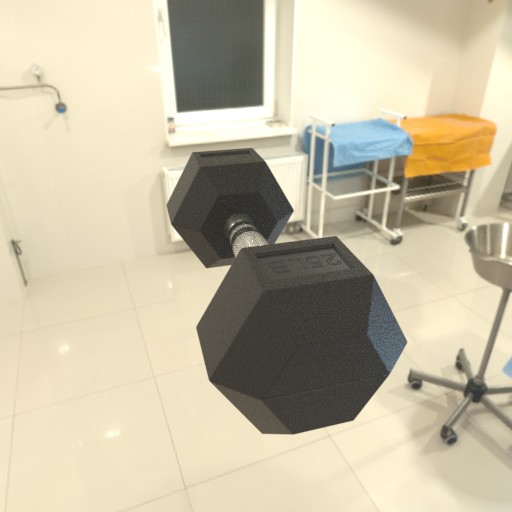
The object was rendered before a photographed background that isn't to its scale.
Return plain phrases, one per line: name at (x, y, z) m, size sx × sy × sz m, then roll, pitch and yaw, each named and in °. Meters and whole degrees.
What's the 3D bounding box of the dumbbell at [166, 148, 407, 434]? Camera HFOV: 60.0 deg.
dumbbell at (0.000, 0.000, 0.385) m, size 0.129 × 0.113 × 0.315 m, roll -8°, pitch 30°, yaw -13°
